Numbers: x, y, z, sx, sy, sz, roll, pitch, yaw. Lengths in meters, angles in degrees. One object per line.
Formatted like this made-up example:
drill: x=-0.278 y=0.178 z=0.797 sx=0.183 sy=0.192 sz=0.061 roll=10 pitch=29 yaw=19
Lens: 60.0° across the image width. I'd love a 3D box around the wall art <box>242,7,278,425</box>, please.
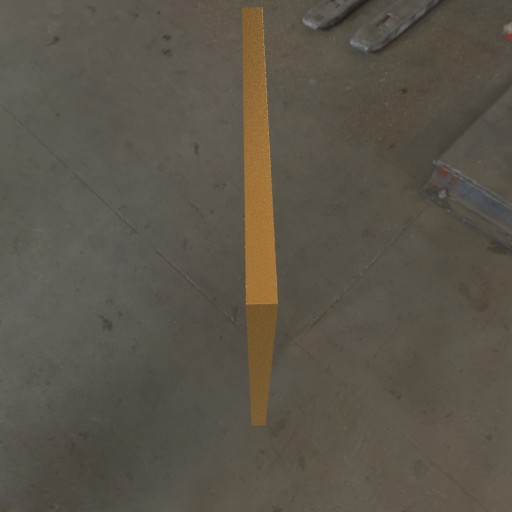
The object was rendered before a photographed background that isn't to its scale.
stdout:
wall art: x=0.000 y=0.000 z=1.030 sx=0.038 sy=0.812 sz=0.610 roll=-1 pitch=60 yaw=-1
